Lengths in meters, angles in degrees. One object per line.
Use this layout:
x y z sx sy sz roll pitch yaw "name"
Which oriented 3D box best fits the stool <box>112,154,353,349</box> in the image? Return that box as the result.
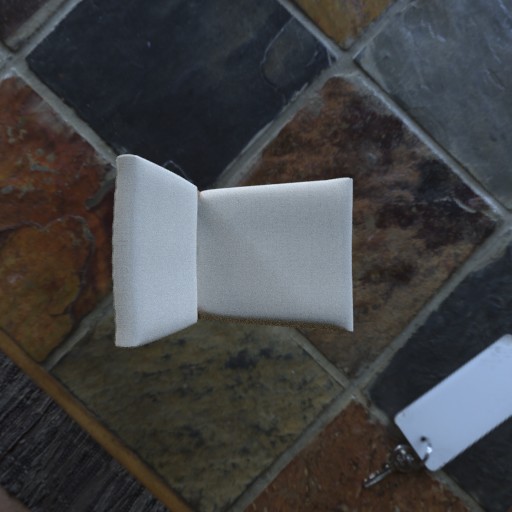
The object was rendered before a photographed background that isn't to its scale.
0.000 0.000 1.406 0.546 1.143 0.428 0 89 0 "stool"
